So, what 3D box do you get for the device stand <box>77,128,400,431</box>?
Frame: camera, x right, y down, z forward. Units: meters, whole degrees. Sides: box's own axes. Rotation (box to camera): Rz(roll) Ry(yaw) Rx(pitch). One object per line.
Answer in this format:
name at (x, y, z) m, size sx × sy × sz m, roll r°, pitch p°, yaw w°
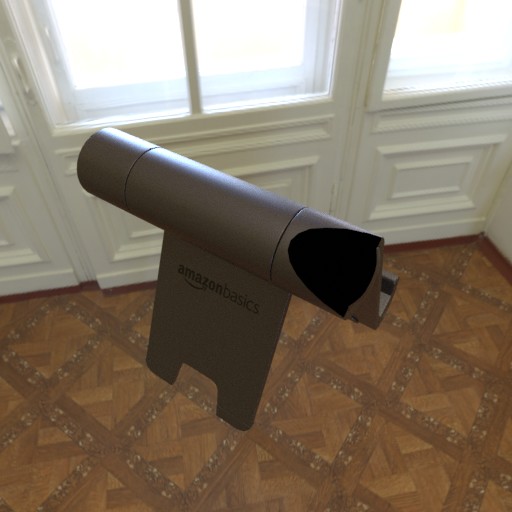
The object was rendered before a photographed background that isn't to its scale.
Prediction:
device stand at (0.000, 0.000, 0.152) m, size 0.088 × 0.084 × 0.079 m, roll 26°, pitch 51°, yaw 23°
